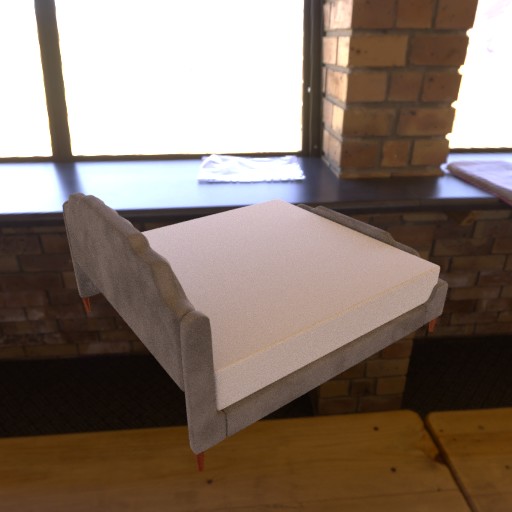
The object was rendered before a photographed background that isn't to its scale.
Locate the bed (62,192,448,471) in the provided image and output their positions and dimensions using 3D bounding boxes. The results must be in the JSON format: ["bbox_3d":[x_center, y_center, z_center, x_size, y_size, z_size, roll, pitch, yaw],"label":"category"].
[{"bbox_3d":[0.000,0.000,3.570,2.340,1.245,2.074,-18,32,-32],"label":"bed"}]
